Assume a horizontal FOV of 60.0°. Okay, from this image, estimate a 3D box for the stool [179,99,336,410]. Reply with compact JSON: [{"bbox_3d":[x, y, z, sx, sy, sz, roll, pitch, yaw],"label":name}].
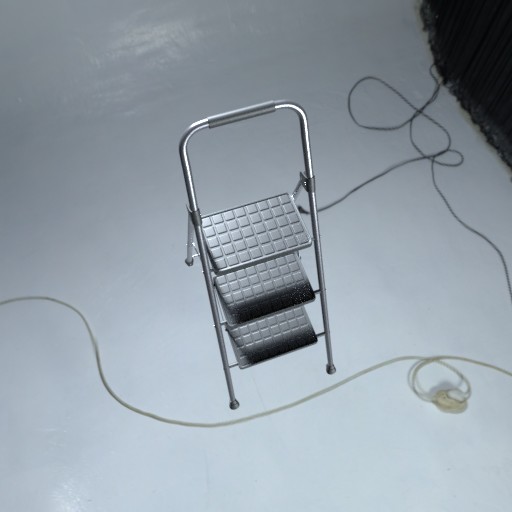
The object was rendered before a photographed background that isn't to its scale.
[{"bbox_3d":[0.000,0.000,1.496,0.473,1.121,0.733,-17,64,-9],"label":"stool"}]
